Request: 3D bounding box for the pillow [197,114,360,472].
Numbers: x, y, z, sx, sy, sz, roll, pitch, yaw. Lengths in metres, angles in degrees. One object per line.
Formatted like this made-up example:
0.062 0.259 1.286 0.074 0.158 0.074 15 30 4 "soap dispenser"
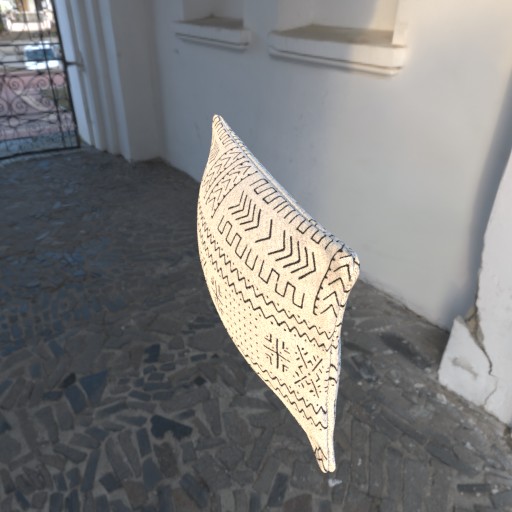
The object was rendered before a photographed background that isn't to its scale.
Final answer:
0.000 0.000 0.782 0.188 0.352 0.637 -9 32 -14 "pillow"
